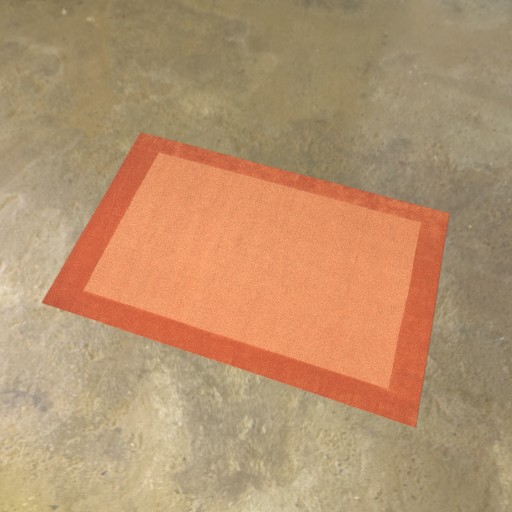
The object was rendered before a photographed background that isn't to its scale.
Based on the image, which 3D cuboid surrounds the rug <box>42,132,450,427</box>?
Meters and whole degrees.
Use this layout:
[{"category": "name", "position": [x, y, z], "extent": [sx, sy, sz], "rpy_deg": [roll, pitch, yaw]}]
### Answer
[{"category": "rug", "position": [0.000, 0.000, 3.039], "extent": [2.438, 0.014, 1.524], "rpy_deg": [16, 64, 8]}]
